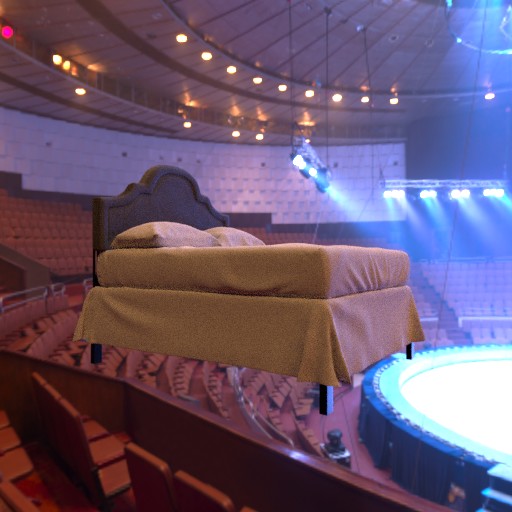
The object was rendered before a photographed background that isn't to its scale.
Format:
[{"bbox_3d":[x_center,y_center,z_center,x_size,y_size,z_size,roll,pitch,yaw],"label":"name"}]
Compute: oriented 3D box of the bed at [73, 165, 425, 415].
[{"bbox_3d":[0.000,0.000,3.468,2.222,1.634,1.780,0,0,35],"label":"bed"}]
